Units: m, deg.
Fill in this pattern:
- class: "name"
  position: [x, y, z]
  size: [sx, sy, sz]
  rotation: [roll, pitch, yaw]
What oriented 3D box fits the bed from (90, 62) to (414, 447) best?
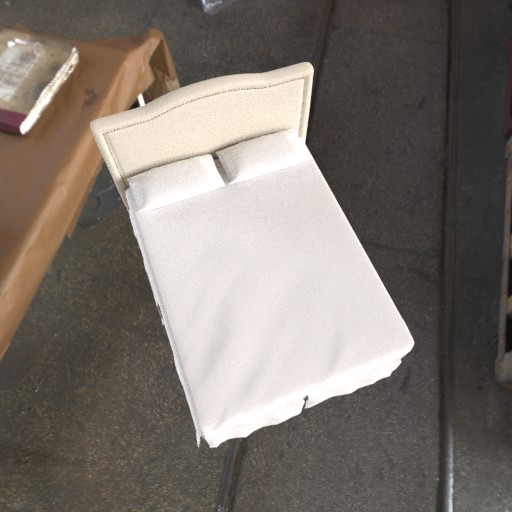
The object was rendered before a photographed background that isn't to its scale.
- class: "bed"
  position: [0.000, 0.000, 3.308]
  size: [1.741, 1.449, 2.196]
  rotation: [-19, 65, -9]
